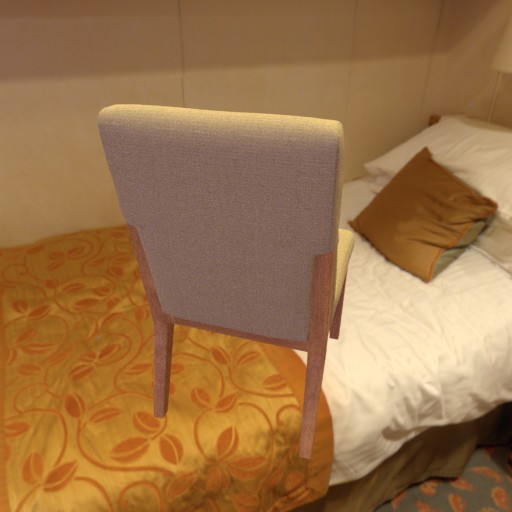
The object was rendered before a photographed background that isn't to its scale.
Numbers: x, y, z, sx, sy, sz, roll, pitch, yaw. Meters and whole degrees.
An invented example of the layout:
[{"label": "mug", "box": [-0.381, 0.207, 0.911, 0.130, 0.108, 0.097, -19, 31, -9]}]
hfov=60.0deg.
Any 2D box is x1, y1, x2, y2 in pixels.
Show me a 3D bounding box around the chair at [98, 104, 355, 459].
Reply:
[{"label": "chair", "box": [0.000, 0.000, 1.258, 0.507, 0.911, 0.586, 9, 32, 15]}]
